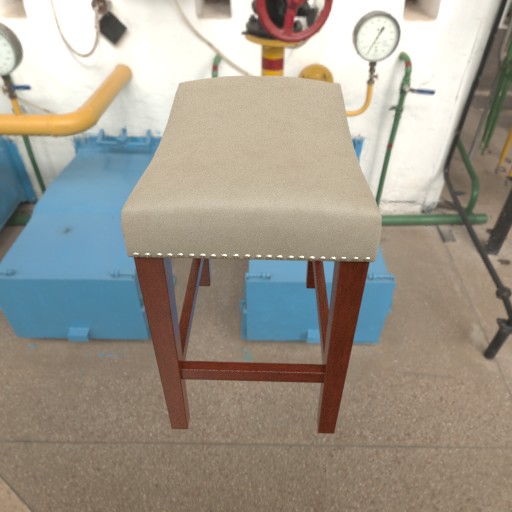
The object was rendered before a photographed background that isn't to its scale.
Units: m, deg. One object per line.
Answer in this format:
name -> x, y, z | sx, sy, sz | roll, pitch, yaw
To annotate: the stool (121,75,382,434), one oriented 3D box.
stool -> 0.000, 0.000, 0.978 | 0.375, 0.632, 0.509 | 1, 41, 1
